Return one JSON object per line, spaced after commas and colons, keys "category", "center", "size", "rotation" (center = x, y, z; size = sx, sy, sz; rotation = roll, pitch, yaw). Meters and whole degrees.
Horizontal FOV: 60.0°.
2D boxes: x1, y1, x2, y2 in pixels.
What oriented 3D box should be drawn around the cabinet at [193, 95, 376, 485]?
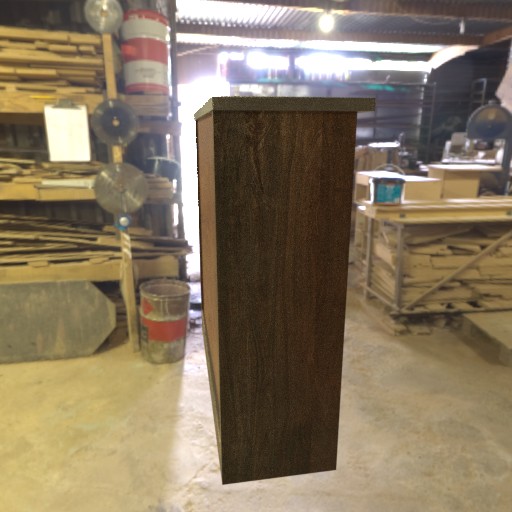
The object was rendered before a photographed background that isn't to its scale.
{"category": "cabinet", "center": [0.000, 0.000, 1.453], "size": [0.338, 0.919, 0.968], "rotation": [-3, 16, -9]}
